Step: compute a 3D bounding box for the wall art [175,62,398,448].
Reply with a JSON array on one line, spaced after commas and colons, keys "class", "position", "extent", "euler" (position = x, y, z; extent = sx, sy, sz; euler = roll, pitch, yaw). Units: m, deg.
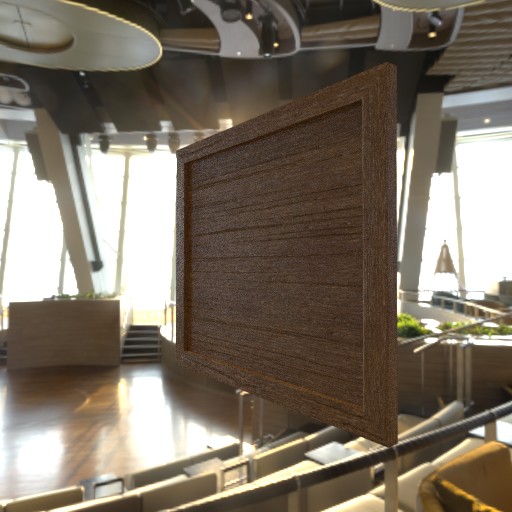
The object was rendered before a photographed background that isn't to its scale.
[{"class": "wall art", "position": [0.000, 0.000, 0.956], "extent": [0.026, 0.588, 0.690], "euler": [1, -1, -38]}]
